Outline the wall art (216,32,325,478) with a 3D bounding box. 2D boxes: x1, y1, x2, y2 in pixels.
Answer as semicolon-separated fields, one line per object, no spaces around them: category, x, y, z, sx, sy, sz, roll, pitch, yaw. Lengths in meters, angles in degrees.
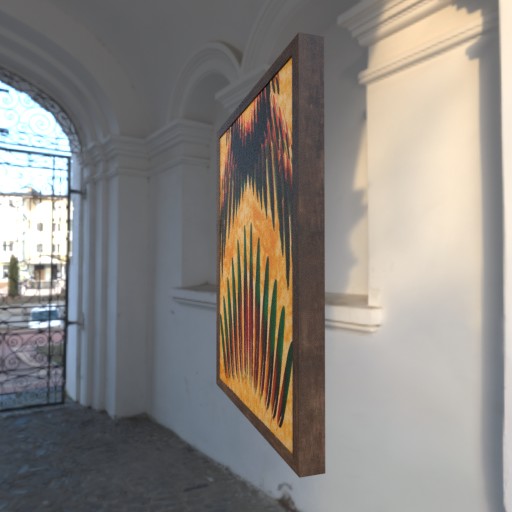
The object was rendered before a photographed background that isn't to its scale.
wall art;0.000;0.000;0.564;0.027;0.406;0.329;0;-1;-18
